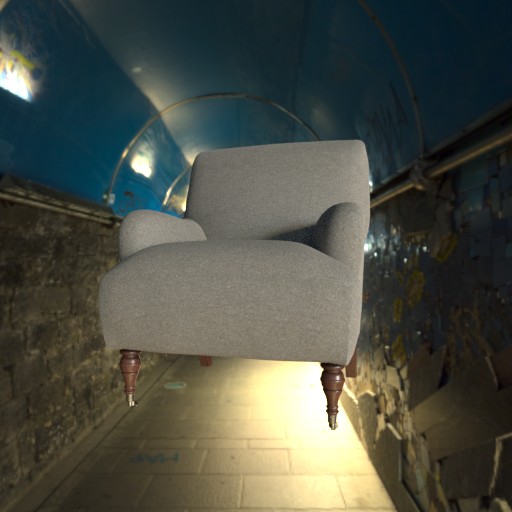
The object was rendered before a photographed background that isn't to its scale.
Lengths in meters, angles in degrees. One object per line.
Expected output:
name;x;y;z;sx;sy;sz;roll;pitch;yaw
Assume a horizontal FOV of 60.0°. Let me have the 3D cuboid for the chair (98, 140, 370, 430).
chair;0.000;0.000;1.563;0.766;0.942;0.843;0;0;17
